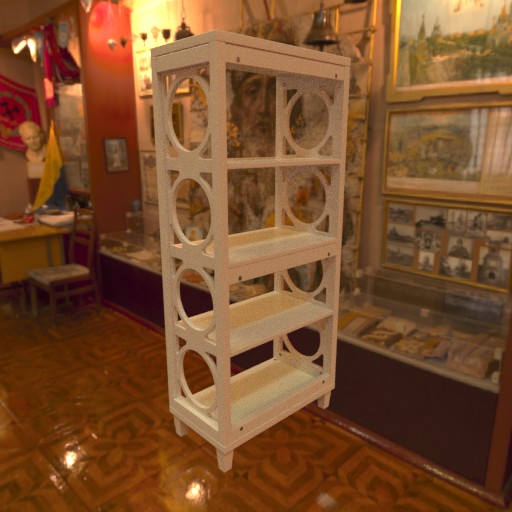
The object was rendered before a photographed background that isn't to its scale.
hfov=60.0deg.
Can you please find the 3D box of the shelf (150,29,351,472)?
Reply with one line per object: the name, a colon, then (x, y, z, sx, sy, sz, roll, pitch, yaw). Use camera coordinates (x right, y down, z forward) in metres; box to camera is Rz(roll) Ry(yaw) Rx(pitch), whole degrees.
shelf: (0.000, 0.000, 1.670, 0.611, 1.411, 0.340, -13, 19, -42)
